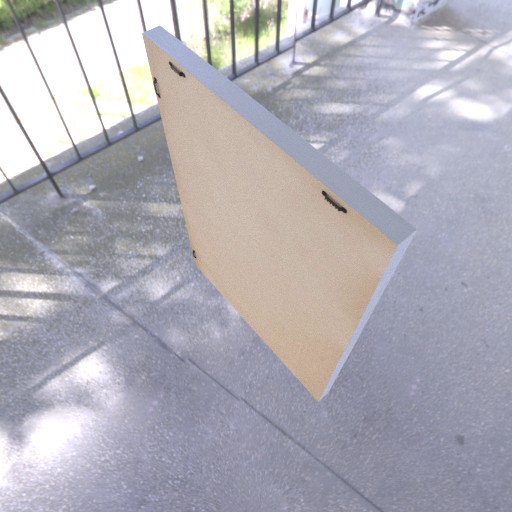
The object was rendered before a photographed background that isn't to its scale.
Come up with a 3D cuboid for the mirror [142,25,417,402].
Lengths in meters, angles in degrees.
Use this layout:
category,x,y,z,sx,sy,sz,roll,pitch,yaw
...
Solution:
category,x,y,z,sx,sy,sz,roll,pitch,yaw
mirror,0.000,0.000,0.887,0.039,0.710,0.507,-36,65,-20
